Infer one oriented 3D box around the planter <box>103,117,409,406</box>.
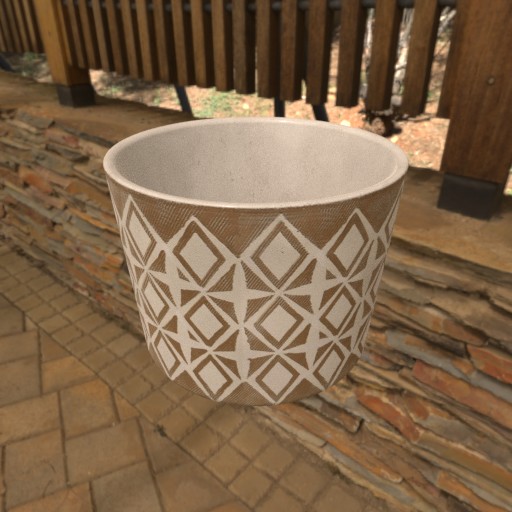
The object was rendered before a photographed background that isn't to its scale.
[{"bbox_3d":[0.000,0.000,0.447,0.260,0.220,0.260,0,30,0],"label":"planter"}]
